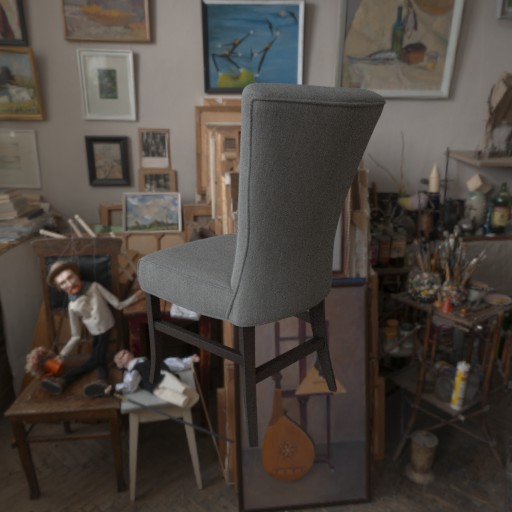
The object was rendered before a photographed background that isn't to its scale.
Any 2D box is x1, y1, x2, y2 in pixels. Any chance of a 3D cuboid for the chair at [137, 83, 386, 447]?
[{"bbox_3d":[0.000,0.000,1.415,0.520,0.991,0.660,-16,24,-42],"label":"chair"}]
